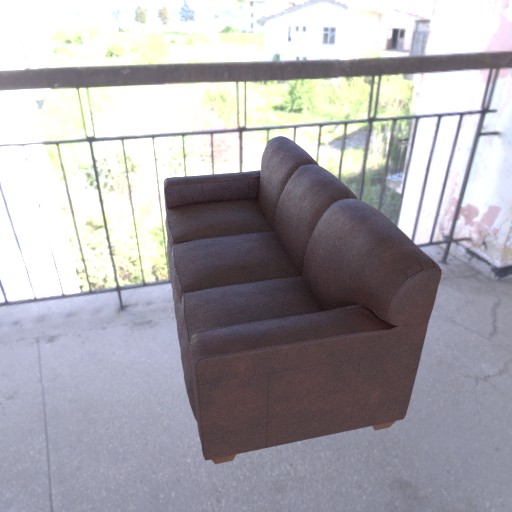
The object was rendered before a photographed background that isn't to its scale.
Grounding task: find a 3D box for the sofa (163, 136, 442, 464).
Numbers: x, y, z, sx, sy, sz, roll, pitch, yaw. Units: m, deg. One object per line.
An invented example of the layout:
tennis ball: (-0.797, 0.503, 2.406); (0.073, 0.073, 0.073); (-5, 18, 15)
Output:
sofa: (0.000, 0.000, 2.613); (1.008, 0.953, 2.039); (-7, 30, -12)
